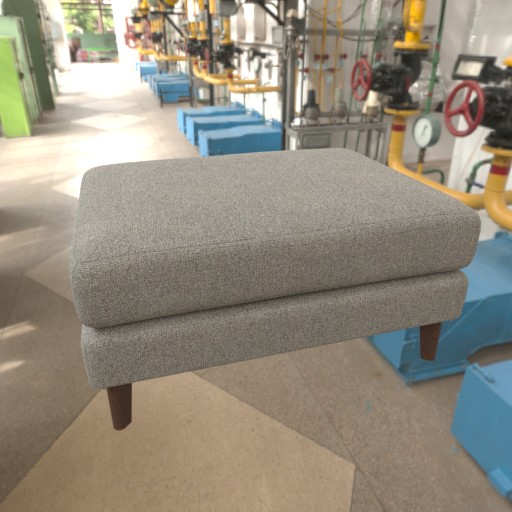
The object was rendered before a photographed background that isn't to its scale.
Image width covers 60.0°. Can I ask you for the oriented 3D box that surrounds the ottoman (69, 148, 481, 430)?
[{"bbox_3d":[0.000,0.000,1.139,0.821,0.441,0.611,-8,27,-15],"label":"ottoman"}]
